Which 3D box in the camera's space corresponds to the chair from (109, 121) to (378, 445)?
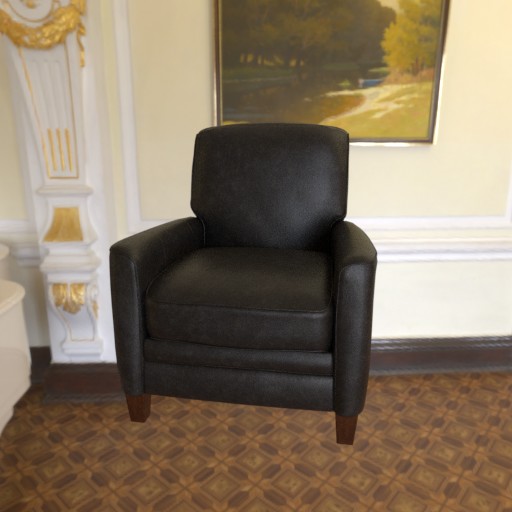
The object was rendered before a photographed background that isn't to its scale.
[{"bbox_3d":[0.000,0.000,1.684,0.848,1.014,0.864,2,14,9],"label":"chair"}]
